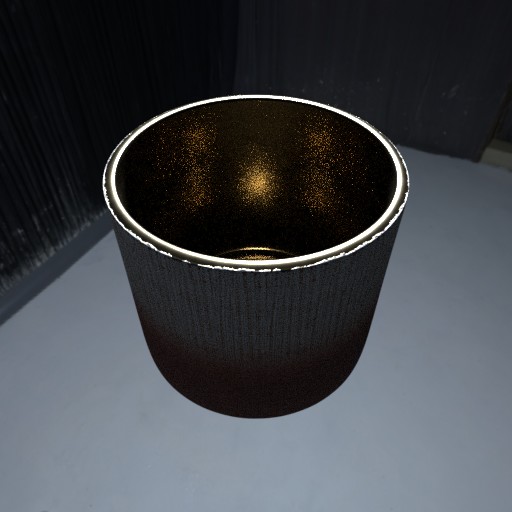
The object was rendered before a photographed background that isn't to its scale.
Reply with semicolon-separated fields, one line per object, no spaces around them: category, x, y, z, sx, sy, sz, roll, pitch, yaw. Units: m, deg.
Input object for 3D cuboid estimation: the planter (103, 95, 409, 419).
planter;0.000;0.000;0.314;0.178;0.157;0.178;0;45;0
